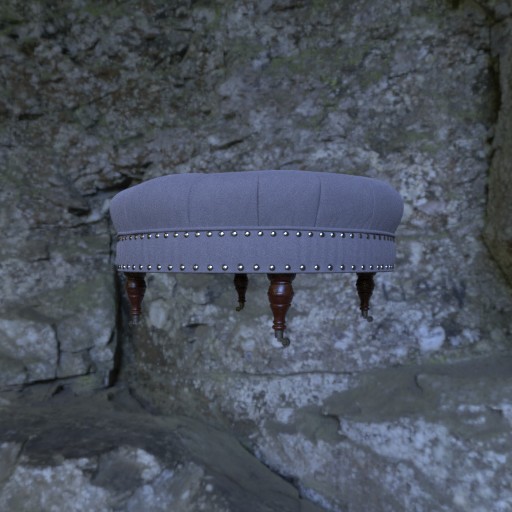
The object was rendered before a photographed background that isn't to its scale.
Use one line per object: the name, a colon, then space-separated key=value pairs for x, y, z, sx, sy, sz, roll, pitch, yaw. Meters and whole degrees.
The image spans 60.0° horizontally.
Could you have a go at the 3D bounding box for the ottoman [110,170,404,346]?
ottoman: x=0.000 y=0.000 z=1.420 sx=0.901 sy=0.439 sz=0.901 roll=0 pitch=-1 yaw=0
